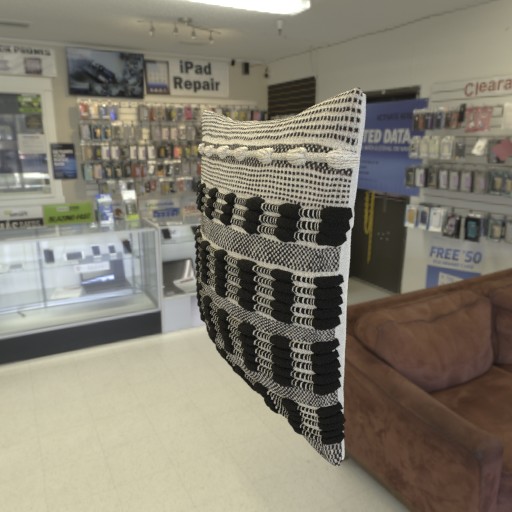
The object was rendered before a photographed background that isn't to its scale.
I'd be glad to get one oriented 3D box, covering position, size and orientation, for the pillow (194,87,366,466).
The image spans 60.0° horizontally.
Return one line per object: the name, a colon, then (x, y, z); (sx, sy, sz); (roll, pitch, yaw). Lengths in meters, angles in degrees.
pillow: (0.000, 0.000, 0.665); (0.156, 0.438, 0.436); (-7, 17, -26)
